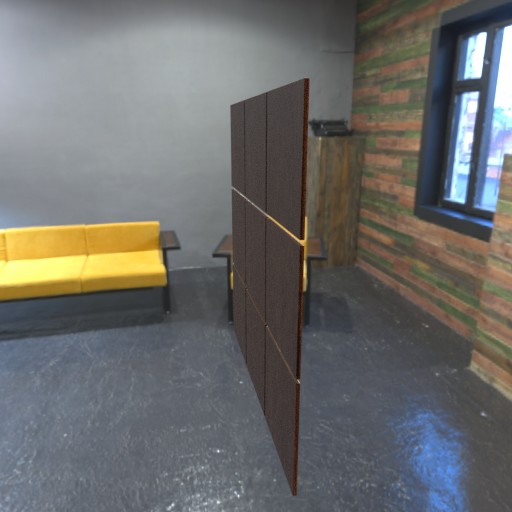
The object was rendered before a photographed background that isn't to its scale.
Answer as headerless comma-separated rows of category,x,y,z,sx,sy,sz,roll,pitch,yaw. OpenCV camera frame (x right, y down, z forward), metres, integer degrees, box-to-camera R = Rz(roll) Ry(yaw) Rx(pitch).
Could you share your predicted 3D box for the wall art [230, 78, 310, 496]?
wall art,0.000,0.000,1.786,0.013,1.213,1.215,-3,16,-11
